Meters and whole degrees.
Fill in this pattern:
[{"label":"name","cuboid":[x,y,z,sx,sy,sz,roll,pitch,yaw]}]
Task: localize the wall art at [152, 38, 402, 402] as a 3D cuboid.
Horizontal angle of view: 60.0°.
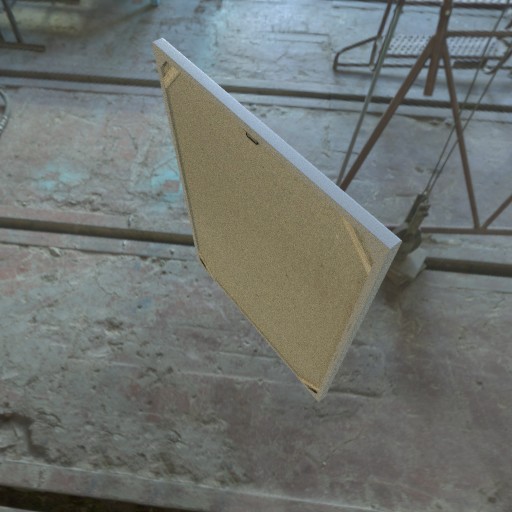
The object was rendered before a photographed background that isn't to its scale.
[{"label":"wall art","cuboid":[0.000,0.000,1.604,0.038,1.212,0.914,-34,64,-19]}]
